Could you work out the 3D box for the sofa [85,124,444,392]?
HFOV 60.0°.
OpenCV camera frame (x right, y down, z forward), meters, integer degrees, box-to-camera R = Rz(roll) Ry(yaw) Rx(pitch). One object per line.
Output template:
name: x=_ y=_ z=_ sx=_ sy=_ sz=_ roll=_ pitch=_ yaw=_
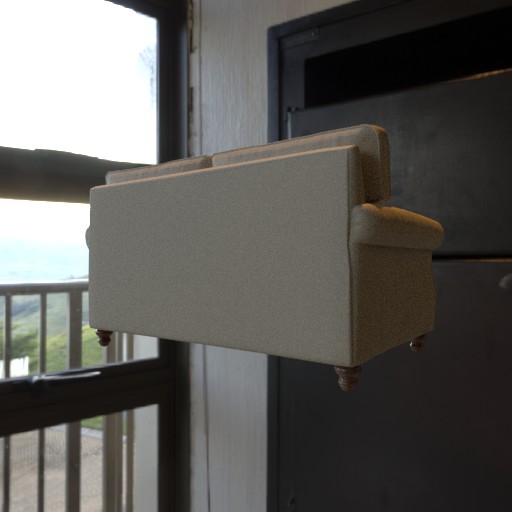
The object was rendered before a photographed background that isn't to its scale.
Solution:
sofa: x=0.000 y=0.000 z=2.238 sx=1.665 sy=0.937 sz=0.964 roll=-1 pitch=-1 yaw=36
